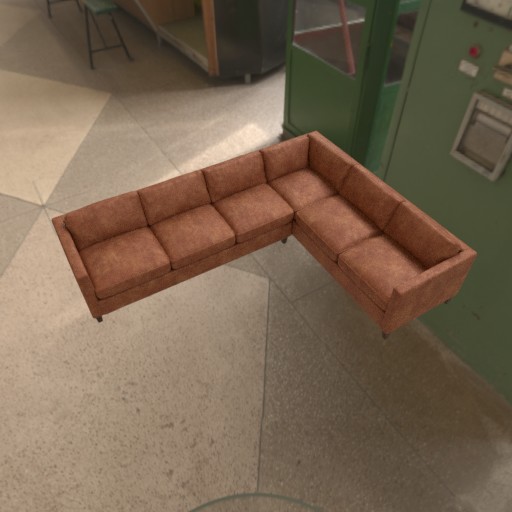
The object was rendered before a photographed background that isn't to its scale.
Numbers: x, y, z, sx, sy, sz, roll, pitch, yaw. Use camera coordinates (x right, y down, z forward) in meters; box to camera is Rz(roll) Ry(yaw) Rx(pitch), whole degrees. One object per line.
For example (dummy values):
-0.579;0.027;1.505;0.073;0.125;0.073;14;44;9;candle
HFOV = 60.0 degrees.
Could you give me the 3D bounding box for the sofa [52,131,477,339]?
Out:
0.000;0.000;4.285;3.167;0.838;2.438;-23;50;-21;sofa
